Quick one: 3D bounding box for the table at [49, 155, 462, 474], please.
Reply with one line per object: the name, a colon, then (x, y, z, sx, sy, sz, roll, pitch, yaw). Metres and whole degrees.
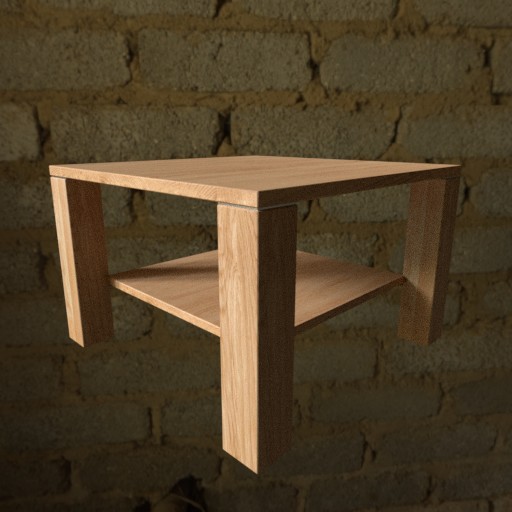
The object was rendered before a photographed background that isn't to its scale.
table: (0.000, 0.000, 1.120, 0.700, 0.450, 0.700, 15, 21, 43)
